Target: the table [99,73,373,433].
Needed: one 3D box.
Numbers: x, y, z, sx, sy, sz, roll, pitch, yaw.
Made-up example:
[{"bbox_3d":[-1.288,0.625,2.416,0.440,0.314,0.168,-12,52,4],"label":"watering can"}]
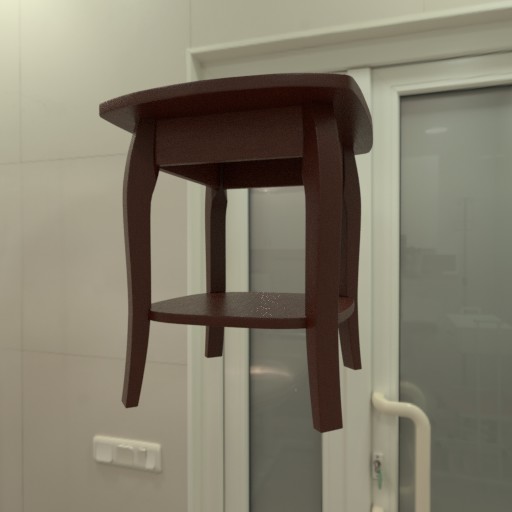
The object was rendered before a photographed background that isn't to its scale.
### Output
[{"bbox_3d":[0.000,0.000,0.858,0.433,0.496,0.502,0,1,18],"label":"table"}]
